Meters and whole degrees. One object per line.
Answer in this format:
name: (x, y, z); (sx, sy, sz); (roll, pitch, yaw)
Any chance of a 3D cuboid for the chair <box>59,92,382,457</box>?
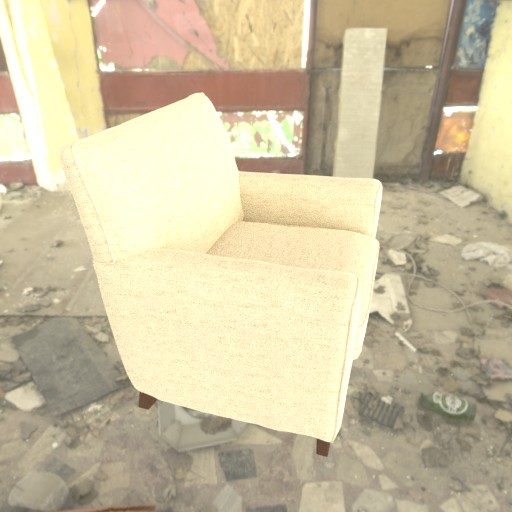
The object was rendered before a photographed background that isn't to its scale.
chair: (0.000, 0.000, 1.563); (0.823, 0.943, 0.870); (9, 31, 15)
